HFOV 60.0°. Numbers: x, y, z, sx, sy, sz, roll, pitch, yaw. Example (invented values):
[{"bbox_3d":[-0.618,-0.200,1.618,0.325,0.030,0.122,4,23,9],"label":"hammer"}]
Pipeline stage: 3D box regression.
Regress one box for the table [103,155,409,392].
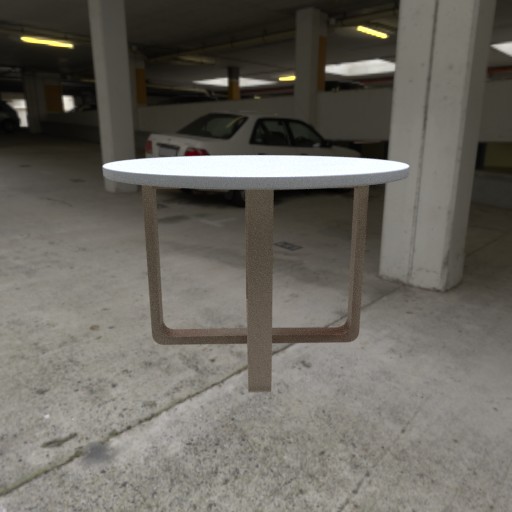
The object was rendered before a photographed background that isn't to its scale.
[{"bbox_3d":[0.000,0.000,0.966,0.600,0.400,0.600,0,16,0],"label":"table"}]
